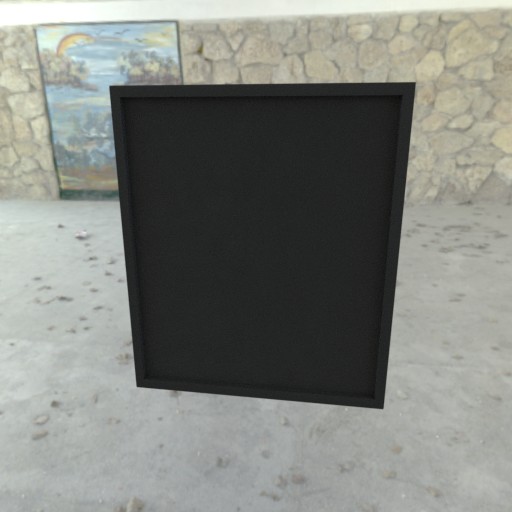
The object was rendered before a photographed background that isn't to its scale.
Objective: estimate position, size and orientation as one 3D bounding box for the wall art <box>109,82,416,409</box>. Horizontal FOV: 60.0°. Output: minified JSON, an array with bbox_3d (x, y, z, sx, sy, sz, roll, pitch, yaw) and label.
[{"bbox_3d":[0.000,0.000,0.702,0.432,0.508,0.021,3,17,8],"label":"wall art"}]
